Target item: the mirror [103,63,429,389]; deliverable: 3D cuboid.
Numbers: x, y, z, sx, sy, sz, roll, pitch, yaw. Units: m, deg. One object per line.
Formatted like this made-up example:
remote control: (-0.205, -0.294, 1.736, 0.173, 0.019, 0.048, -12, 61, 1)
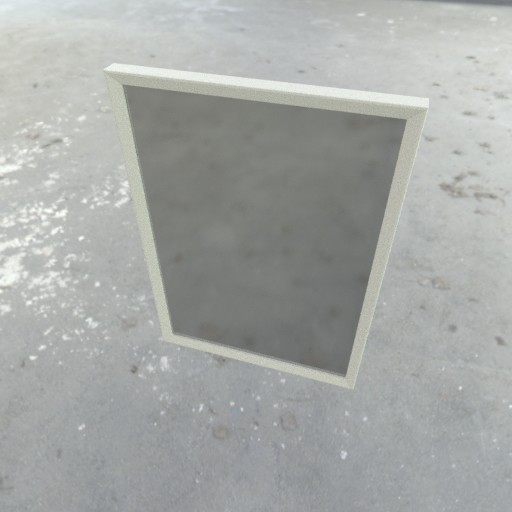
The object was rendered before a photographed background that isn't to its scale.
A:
mirror: (0.000, 0.000, 0.913, 0.507, 0.710, 0.039, 11, 43, 13)
